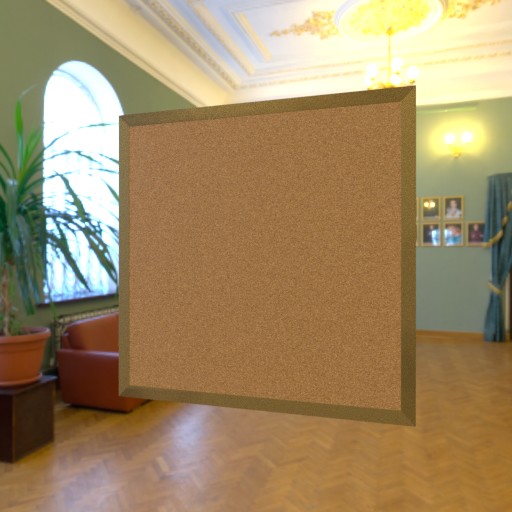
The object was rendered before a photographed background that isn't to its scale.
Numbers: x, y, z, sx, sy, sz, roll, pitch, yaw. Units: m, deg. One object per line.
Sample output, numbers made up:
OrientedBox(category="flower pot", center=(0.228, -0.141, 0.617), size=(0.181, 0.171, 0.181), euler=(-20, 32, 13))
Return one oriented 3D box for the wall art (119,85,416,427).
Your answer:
OrientedBox(category="wall art", center=(0.000, 0.000, 0.749), size=(0.507, 0.508, 0.038), euler=(0, 0, 16))
